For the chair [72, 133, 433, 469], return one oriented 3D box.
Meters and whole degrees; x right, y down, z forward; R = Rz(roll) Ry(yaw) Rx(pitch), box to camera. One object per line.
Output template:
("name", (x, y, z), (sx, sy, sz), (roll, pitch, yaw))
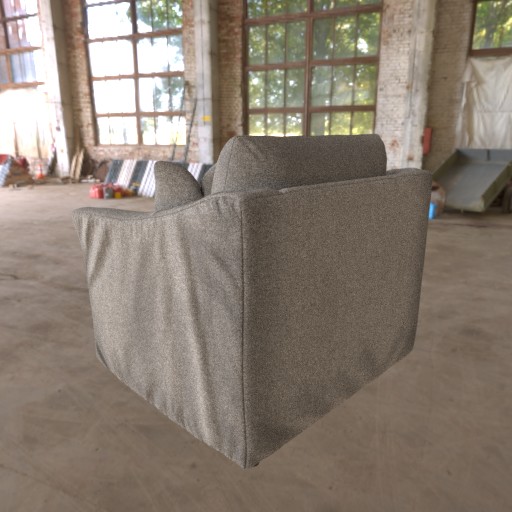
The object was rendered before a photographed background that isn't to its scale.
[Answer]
("chair", (0.000, 0.000, 1.989), (1.071, 1.059, 1.194), (15, 21, 43))
